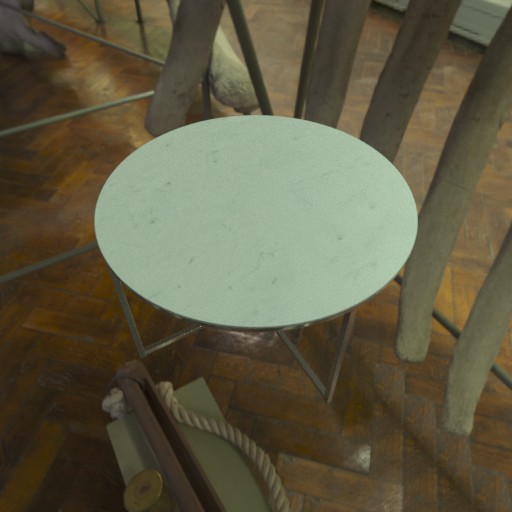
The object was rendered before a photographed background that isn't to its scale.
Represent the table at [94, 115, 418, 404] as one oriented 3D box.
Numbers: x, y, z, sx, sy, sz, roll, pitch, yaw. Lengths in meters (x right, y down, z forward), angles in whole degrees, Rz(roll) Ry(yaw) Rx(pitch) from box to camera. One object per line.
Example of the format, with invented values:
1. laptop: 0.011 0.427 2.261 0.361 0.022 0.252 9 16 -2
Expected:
1. table: 0.000 0.000 1.291 0.800 0.450 0.800 0 47 0
